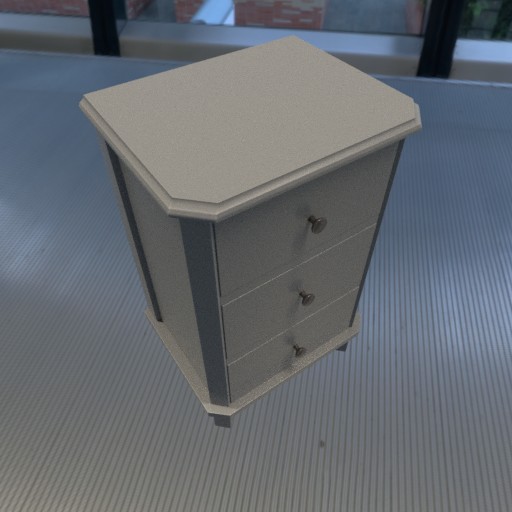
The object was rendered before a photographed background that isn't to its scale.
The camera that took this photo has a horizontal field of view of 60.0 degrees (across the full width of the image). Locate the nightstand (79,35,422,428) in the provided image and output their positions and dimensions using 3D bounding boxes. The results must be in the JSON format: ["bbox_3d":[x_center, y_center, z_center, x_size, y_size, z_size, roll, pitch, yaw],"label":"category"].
[{"bbox_3d":[0.000,0.000,0.919,0.435,0.680,0.348,-27,53,-23],"label":"nightstand"}]
